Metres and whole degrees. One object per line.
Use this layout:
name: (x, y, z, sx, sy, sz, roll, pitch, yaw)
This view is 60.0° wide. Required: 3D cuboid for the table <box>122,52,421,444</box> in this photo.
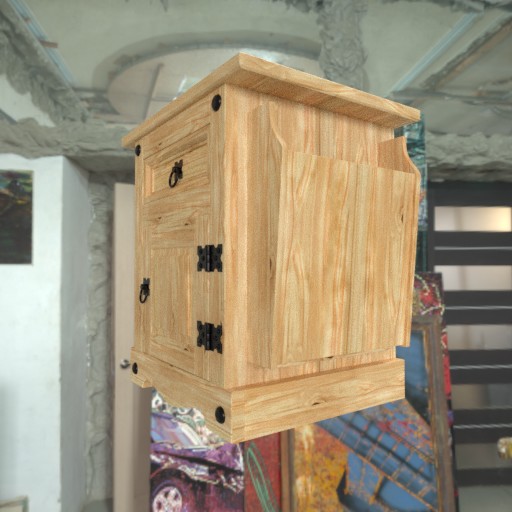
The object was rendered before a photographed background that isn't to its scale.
table: (0.000, 0.000, 0.864, 0.380, 0.515, 0.530, 1, -2, -35)
